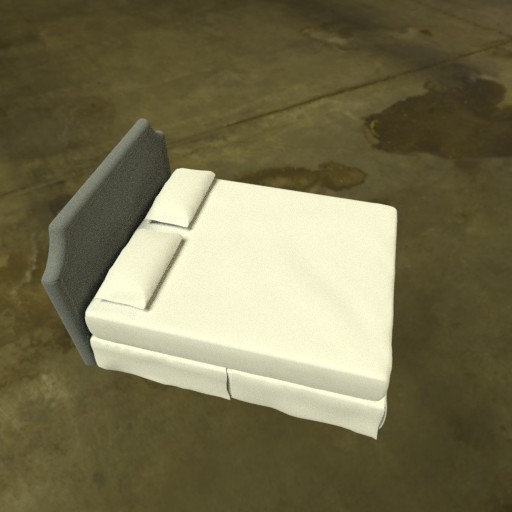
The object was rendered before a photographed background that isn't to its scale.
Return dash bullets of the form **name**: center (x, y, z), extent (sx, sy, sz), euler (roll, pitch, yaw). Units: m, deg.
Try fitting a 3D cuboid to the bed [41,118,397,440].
- **bed**: center (0.000, 0.000, 3.379), extent (2.259, 1.296, 1.811), euler (10, 47, 10)
